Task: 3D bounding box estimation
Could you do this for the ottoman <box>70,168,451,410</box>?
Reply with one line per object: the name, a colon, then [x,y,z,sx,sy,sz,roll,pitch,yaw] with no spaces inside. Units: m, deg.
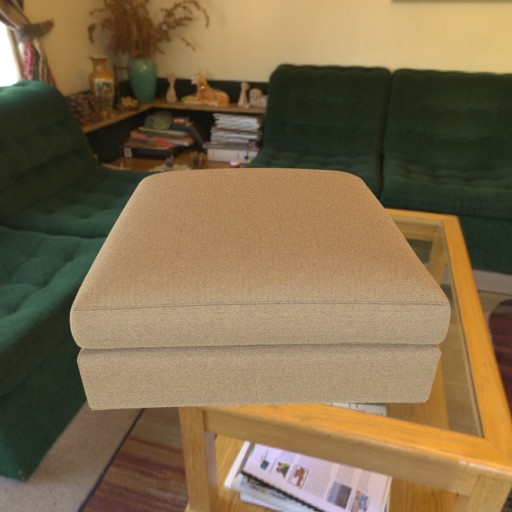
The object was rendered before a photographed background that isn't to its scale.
ottoman: [0.000,0.000,1.652,1.041,0.470,1.041,-1,30,-1]
